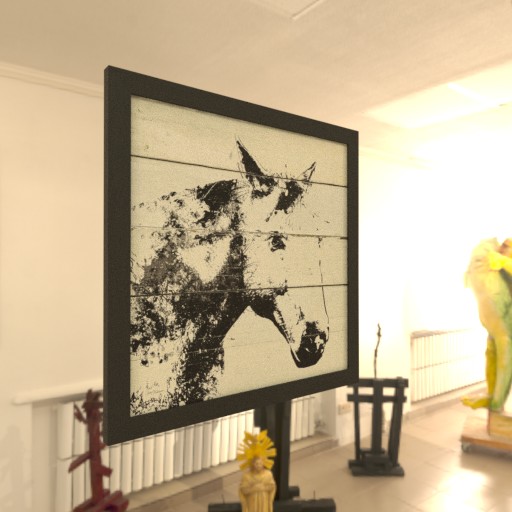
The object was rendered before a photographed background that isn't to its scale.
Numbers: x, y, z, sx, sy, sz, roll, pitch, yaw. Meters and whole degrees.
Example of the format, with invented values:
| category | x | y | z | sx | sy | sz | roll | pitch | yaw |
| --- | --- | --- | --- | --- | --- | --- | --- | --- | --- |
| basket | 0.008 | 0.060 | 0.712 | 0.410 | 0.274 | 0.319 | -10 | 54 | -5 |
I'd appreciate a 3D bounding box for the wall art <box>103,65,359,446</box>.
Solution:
| category | x | y | z | sx | sy | sz | roll | pitch | yaw |
| --- | --- | --- | --- | --- | --- | --- | --- | --- | --- |
| wall art | 0.000 | 0.000 | 1.501 | 1.016 | 1.016 | 0.038 | 0 | -1 | -37 |
